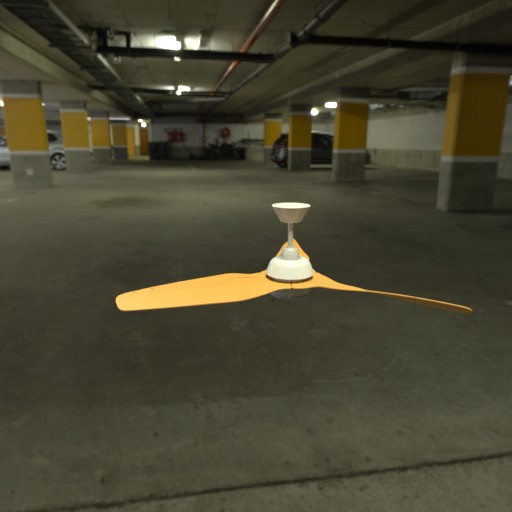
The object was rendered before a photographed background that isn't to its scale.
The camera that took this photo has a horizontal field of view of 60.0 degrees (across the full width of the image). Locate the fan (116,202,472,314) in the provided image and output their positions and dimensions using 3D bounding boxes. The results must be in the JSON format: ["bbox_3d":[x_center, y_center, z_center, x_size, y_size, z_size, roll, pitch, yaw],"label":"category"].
[{"bbox_3d":[0.000,0.000,1.633,1.010,0.355,1.142,-7,16,-27],"label":"fan"}]
